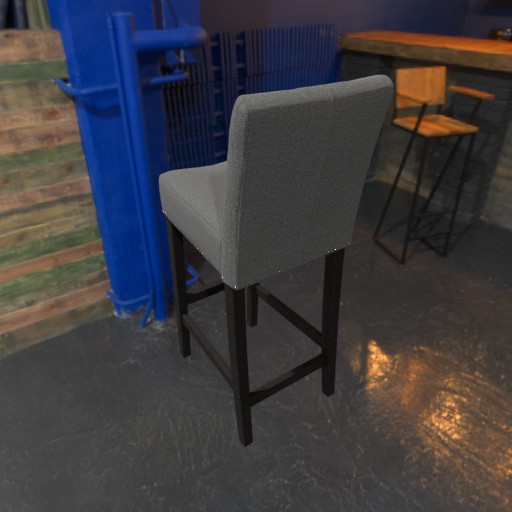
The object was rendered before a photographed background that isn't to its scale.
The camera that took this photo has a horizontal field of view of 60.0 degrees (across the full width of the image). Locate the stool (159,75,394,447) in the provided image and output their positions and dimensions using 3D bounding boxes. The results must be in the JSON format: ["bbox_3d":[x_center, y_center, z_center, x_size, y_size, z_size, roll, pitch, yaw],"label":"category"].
[{"bbox_3d":[0.000,0.000,1.329,0.411,1.047,0.548,-20,37,-29],"label":"stool"}]
